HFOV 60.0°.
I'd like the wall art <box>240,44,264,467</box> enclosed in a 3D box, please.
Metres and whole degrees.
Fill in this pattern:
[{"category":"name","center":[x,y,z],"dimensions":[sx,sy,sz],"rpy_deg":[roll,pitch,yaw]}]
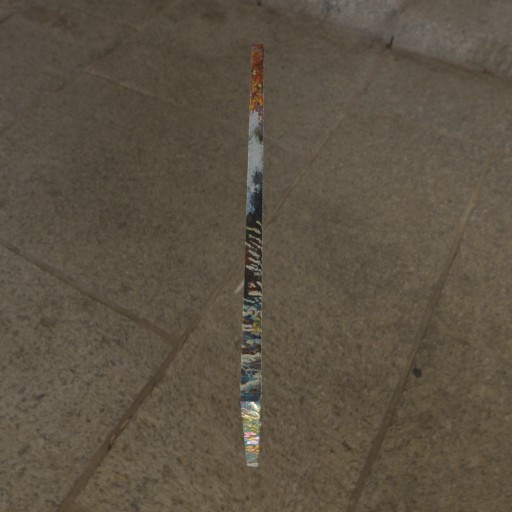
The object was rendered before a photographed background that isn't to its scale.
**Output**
[{"category":"wall art","center":[0.000,0.000,1.433],"dimensions":[0.042,0.760,1.136],"rpy_deg":[1,57,0]}]
